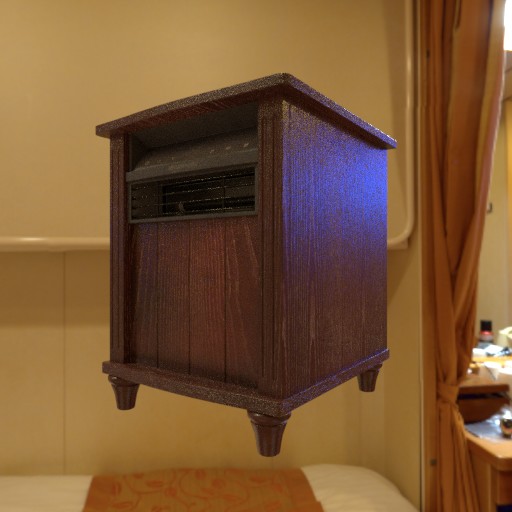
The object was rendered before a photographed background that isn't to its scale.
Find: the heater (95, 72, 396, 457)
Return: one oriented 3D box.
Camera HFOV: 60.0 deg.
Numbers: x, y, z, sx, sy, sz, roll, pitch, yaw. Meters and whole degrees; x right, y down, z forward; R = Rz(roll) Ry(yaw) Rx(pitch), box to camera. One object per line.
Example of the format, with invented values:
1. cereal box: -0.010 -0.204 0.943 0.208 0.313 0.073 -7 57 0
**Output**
1. heater: 0.000 0.000 0.754 0.362 0.481 0.400 0 0 36
